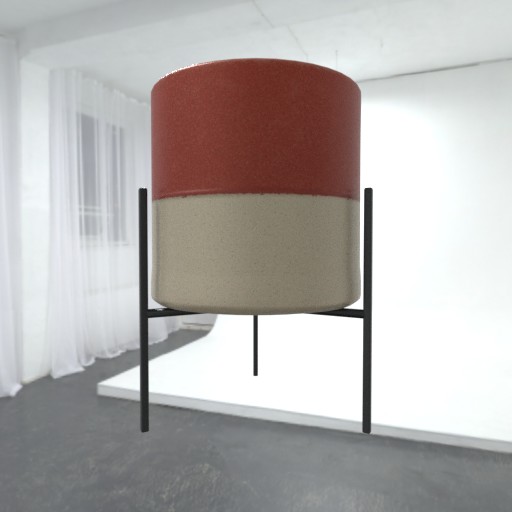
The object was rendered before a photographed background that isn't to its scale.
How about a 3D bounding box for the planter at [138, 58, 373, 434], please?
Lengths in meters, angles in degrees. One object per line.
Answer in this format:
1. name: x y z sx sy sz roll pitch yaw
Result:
1. planter: 0.000 0.000 0.515 0.235 0.354 0.251 0 2 0
